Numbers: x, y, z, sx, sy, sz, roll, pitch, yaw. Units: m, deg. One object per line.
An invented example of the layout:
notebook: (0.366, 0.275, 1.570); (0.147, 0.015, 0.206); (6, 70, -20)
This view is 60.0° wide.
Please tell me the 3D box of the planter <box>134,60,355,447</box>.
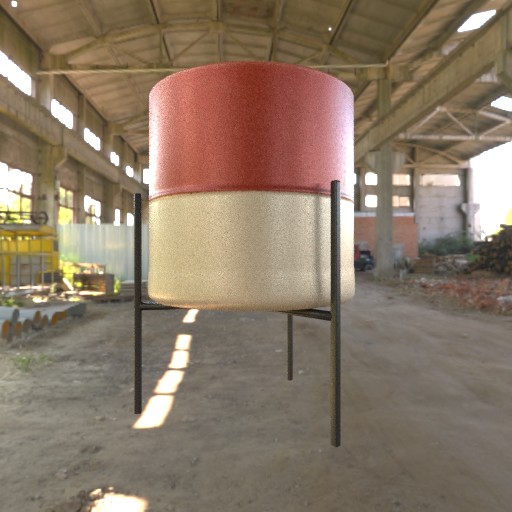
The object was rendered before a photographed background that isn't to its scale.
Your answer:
planter: (0.000, 0.000, 0.509); (0.235, 0.354, 0.251); (0, 0, -37)
